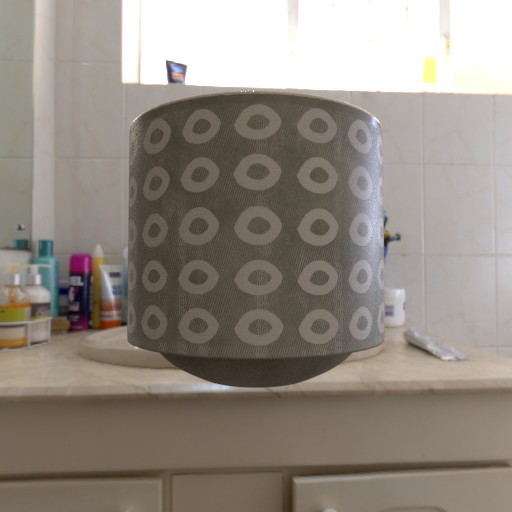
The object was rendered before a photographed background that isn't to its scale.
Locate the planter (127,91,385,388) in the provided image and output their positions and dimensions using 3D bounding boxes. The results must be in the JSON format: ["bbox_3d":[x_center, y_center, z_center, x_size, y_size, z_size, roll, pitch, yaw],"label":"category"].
[{"bbox_3d":[0.000,0.000,0.343,0.190,0.181,0.190,0,-2,0],"label":"planter"}]
